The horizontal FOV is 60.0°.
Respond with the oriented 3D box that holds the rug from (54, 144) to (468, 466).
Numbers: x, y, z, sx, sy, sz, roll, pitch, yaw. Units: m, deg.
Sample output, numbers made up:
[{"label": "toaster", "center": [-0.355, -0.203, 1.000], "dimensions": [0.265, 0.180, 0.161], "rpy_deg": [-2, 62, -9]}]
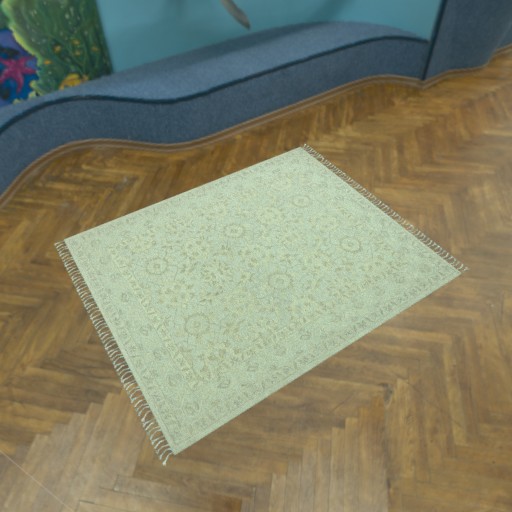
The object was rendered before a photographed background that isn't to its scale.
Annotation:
[{"label": "rug", "center": [0.000, 0.000, 4.113], "dimensions": [3.043, 0.013, 2.444], "rpy_deg": [-26, 52, -22]}]
